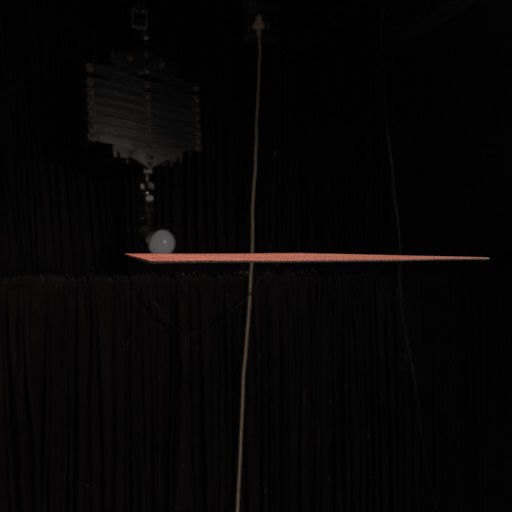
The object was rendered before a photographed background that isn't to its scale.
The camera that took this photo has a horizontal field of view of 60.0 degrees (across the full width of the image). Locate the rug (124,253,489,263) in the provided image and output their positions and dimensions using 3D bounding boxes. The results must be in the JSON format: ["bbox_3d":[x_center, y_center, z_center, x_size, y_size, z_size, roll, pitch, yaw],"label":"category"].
[{"bbox_3d":[0.000,0.000,5.145,2.803,0.025,3.965,0,1,-19],"label":"rug"}]
